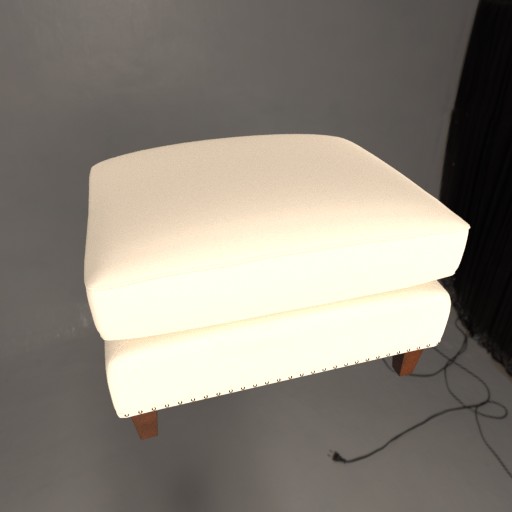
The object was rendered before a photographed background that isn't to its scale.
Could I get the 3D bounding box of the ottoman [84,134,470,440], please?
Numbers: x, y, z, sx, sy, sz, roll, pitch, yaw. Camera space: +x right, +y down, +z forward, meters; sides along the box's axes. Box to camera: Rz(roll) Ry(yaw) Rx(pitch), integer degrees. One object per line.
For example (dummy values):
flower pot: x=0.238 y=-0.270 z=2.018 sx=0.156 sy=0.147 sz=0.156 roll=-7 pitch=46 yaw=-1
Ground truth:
ottoman: x=0.000 y=0.000 z=1.110 sx=0.741 sy=0.513 sz=0.584 roll=-9 pitch=34 yaw=-14
